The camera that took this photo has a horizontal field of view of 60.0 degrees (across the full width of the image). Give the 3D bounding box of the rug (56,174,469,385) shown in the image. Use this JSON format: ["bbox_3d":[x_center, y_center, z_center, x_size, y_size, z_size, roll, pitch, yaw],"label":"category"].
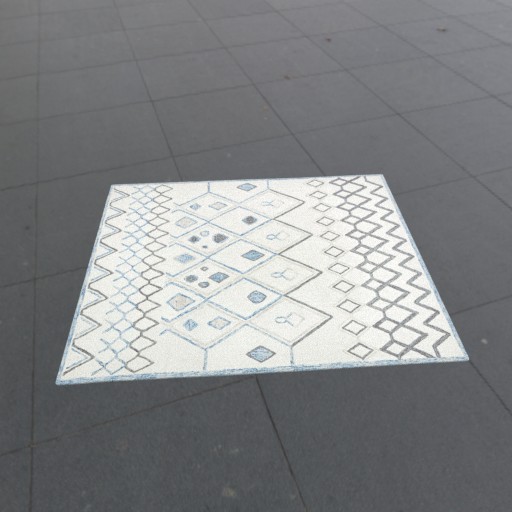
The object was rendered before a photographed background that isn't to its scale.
[{"bbox_3d":[0.000,0.000,4.121,3.056,0.013,2.441,-3,45,-3],"label":"rug"}]
